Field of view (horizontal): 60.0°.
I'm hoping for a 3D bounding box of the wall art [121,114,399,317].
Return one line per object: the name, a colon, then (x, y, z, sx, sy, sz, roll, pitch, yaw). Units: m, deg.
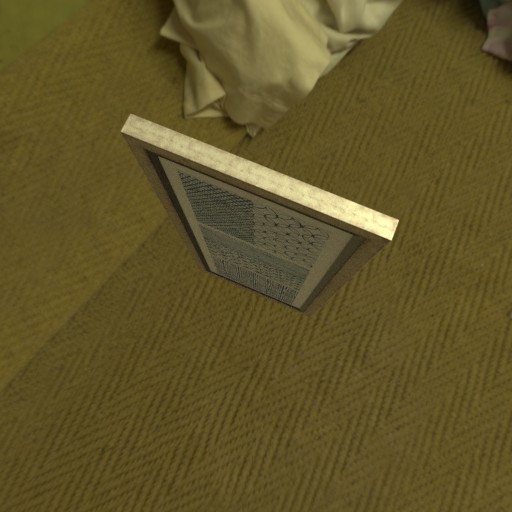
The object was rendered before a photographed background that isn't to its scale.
wall art: (0.000, 0.000, 1.685, 0.648, 1.461, 0.051, 23, 77, 6)
